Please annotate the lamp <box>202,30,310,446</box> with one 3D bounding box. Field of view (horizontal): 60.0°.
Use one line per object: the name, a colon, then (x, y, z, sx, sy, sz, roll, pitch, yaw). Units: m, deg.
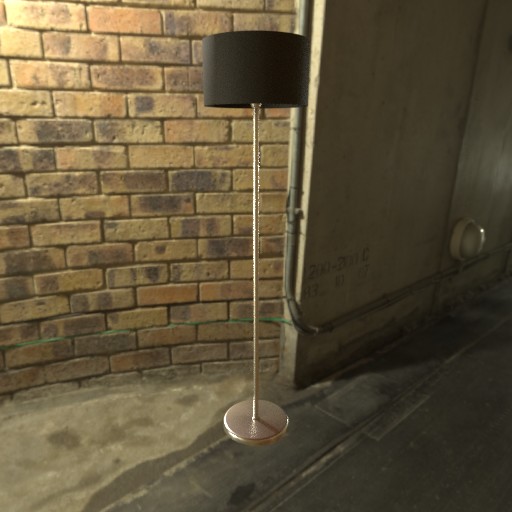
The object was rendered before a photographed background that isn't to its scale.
lamp: (0.000, 0.000, 1.635, 0.348, 1.443, 0.348, 3, 16, 9)
